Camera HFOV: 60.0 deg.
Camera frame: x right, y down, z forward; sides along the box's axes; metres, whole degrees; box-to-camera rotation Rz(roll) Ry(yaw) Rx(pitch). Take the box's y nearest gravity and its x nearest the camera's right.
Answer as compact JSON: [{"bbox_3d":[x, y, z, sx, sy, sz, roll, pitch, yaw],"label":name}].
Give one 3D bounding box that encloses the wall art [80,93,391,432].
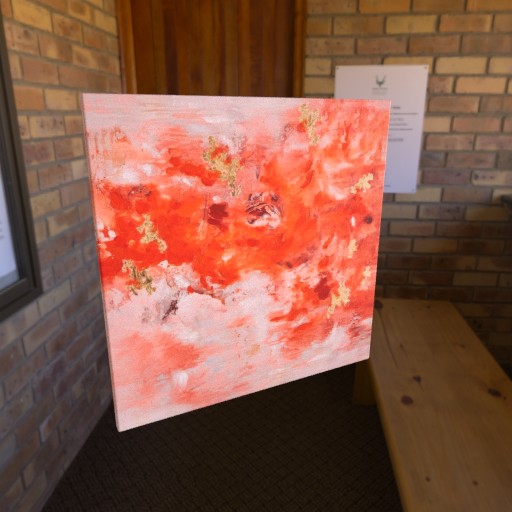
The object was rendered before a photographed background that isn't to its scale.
[{"bbox_3d":[0.000,0.000,1.303,0.878,0.878,0.066,-8,19,-25],"label":"wall art"}]
